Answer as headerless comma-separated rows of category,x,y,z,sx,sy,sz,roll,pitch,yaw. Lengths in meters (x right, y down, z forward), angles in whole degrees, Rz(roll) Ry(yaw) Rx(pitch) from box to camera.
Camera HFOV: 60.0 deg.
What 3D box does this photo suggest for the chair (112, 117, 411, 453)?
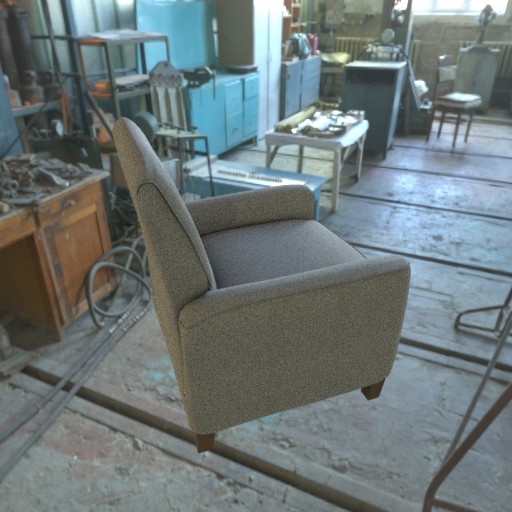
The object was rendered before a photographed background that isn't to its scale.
chair,0.000,0.000,1.666,0.864,1.014,0.848,-10,31,-18
